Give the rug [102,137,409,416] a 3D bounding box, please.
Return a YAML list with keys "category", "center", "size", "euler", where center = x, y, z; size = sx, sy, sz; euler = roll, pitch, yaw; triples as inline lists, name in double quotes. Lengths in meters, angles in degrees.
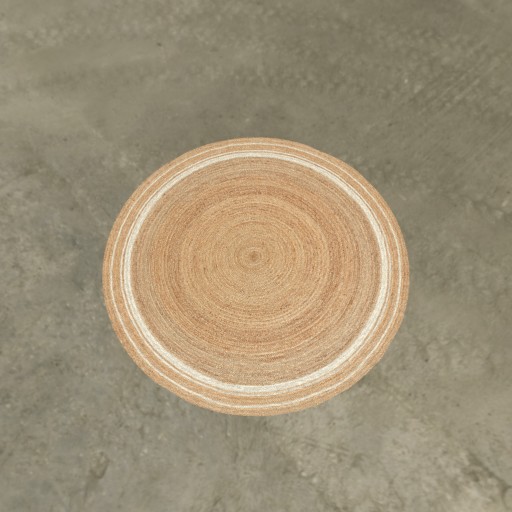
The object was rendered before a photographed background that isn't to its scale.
- category: "rug"
  center: [0.000, 0.000, 3.572]
  size: [2.444, 0.015, 2.444]
  euler: [0, 64, 0]
